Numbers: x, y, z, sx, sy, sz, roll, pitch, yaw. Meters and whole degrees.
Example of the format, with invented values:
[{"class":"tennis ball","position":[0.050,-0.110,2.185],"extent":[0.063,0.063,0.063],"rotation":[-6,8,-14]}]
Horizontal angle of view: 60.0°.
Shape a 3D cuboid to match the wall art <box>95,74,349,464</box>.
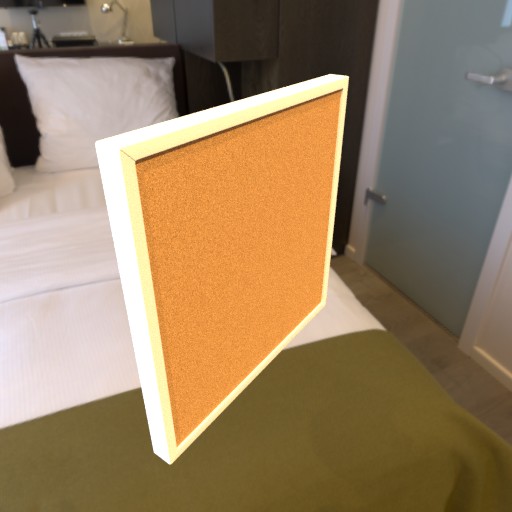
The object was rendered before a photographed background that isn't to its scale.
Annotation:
[{"class":"wall art","position":[0.000,0.000,0.749],"extent":[0.038,0.508,0.508],"rotation":[21,37,30]}]
